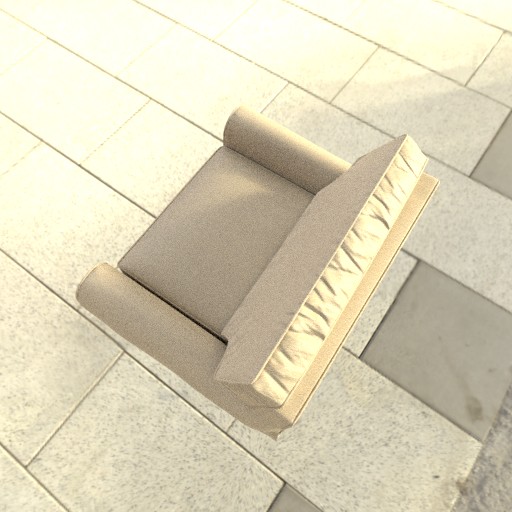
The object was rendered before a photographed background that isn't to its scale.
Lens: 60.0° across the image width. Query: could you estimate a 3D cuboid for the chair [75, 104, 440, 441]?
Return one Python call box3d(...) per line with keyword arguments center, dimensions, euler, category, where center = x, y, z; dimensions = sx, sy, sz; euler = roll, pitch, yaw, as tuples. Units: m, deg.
box3d(center=(0.000, 0.000, 1.762), dimensions=(0.903, 0.937, 1.096), euler=(32, 69, 13), category="chair")
